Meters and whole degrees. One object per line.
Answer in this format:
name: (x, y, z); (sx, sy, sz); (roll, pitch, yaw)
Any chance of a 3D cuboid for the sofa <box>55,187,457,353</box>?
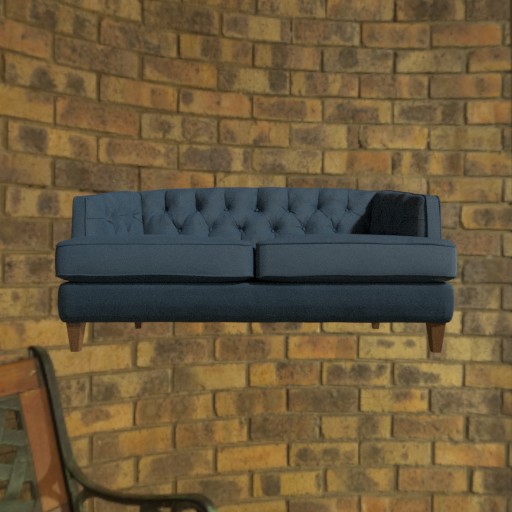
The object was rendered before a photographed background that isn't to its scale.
sofa: (0.000, 0.000, 2.309); (1.733, 0.854, 0.941); (0, -1, 1)
